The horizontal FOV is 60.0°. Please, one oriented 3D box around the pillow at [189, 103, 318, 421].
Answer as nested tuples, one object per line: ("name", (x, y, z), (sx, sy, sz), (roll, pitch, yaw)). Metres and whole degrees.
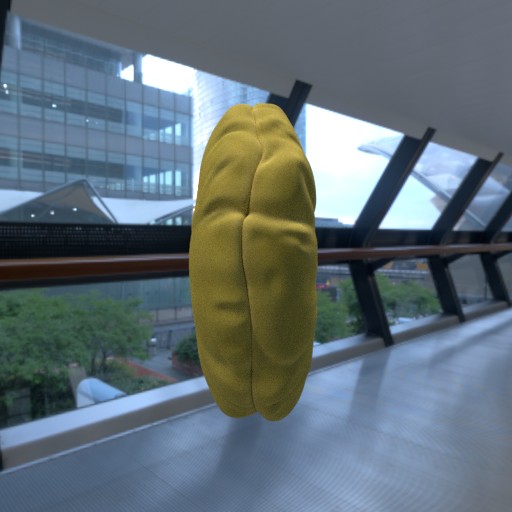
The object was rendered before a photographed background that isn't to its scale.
("pillow", (0.000, 0.000, 0.626), (0.148, 0.407, 0.428), (0, 1, 2))
